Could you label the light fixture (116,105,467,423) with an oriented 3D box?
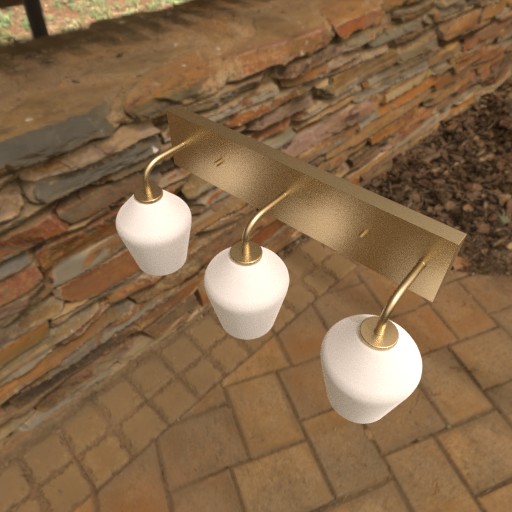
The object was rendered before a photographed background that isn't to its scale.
[{"bbox_3d":[0.000,0.000,0.726,0.609,0.280,0.190,31,53,27],"label":"light fixture"}]
